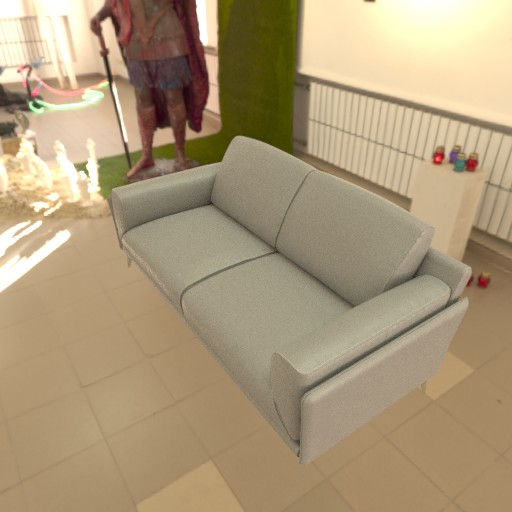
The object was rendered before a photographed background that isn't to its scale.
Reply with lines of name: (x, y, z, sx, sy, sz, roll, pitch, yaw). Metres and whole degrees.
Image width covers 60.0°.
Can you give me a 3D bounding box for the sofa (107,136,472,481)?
sofa: (0.000, 0.000, 2.611, 1.049, 0.930, 2.101, -21, 38, -29)
